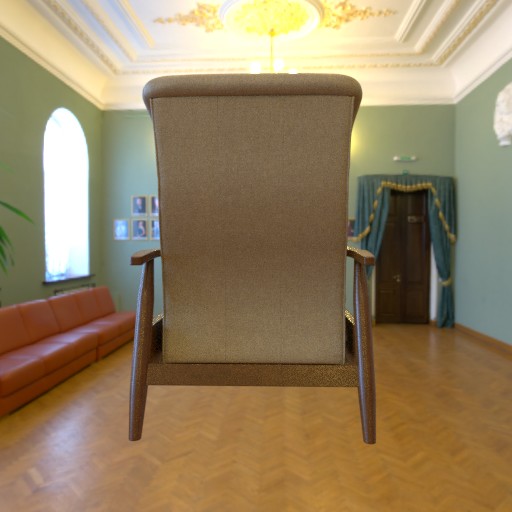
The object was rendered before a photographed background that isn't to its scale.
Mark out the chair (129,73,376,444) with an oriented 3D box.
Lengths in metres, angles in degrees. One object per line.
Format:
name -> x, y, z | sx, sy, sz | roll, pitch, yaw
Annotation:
chair -> 0.000, 0.000, 1.775 | 0.762, 1.082, 1.030 | 0, 1, 2
